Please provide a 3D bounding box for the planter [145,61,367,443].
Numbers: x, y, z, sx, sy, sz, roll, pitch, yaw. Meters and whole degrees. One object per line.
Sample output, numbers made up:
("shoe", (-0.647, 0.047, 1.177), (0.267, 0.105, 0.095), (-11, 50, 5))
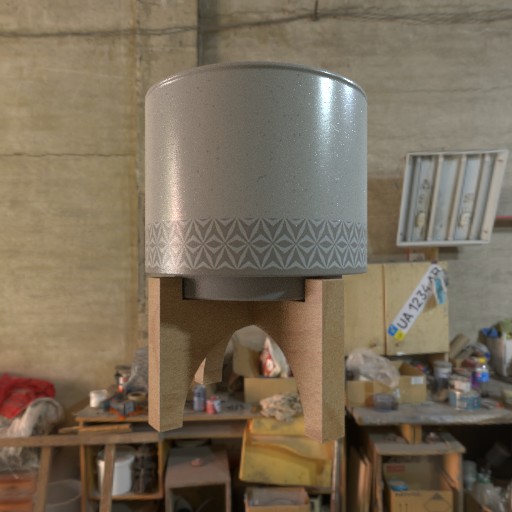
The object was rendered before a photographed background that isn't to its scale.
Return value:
("planter", (0.000, 0.000, 0.266), (0.130, 0.178, 0.130), (0, 0, 0))
